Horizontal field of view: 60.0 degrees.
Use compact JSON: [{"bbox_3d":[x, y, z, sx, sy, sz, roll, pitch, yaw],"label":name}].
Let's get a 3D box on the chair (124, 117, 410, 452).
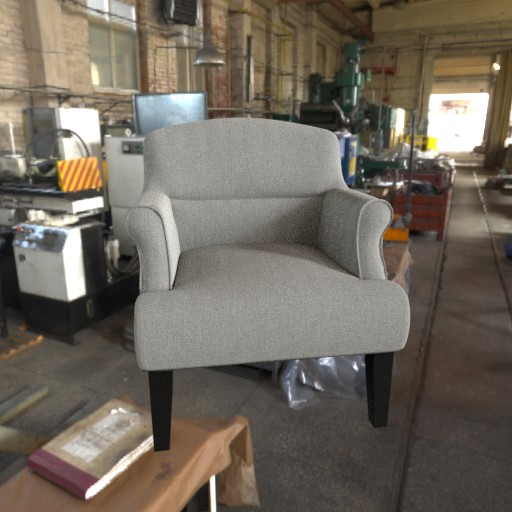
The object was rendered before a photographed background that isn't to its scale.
[{"bbox_3d":[0.000,0.000,1.445,0.772,0.880,0.755,-2,16,-9],"label":"chair"}]
